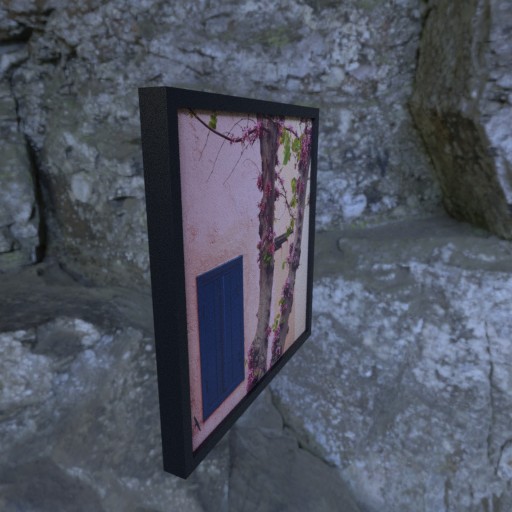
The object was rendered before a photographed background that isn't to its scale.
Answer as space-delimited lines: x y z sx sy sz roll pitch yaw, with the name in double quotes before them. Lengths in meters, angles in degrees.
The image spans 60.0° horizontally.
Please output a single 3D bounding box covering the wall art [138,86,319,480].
"wall art" 0.000 0.000 0.768 0.038 0.508 0.508 8 17 25
